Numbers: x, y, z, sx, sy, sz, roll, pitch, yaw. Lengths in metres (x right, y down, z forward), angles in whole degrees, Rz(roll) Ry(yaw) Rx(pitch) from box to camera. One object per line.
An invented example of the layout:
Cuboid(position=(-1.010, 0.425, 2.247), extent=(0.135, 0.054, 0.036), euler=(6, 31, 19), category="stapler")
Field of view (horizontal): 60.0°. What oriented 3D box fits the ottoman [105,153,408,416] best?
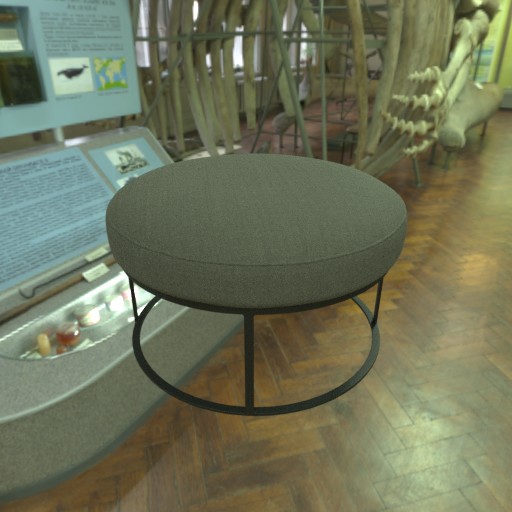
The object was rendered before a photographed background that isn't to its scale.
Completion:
Cuboid(position=(0.000, 0.000, 1.246), extent=(0.772, 0.460, 0.772), euler=(0, 27, 0), category="ottoman")
